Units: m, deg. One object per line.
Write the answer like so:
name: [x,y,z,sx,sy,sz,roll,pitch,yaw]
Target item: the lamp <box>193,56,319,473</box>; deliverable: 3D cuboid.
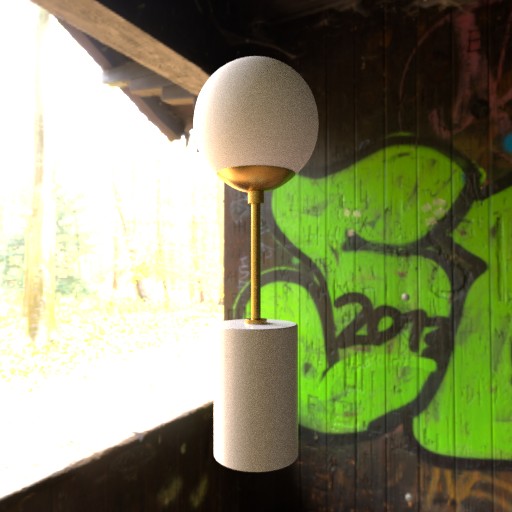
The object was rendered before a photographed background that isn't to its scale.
lamp: [0.000,0.000,0.544,0.153,0.480,0.153,0,-2,0]
